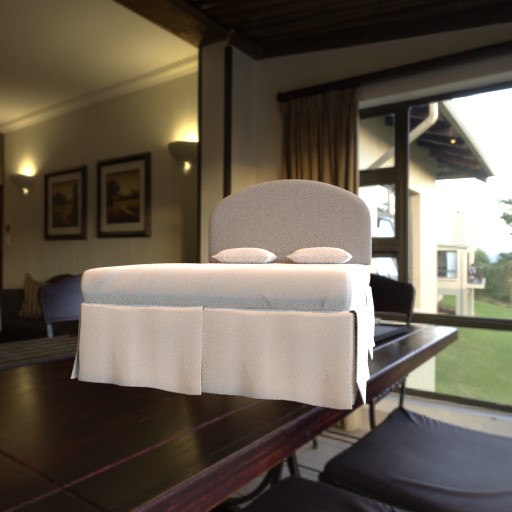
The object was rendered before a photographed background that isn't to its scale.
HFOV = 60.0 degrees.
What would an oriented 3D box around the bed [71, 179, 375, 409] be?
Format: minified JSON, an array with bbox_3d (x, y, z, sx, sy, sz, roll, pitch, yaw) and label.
[{"bbox_3d":[0.000,0.000,3.158,1.607,1.410,2.005,0,0,17],"label":"bed"}]
